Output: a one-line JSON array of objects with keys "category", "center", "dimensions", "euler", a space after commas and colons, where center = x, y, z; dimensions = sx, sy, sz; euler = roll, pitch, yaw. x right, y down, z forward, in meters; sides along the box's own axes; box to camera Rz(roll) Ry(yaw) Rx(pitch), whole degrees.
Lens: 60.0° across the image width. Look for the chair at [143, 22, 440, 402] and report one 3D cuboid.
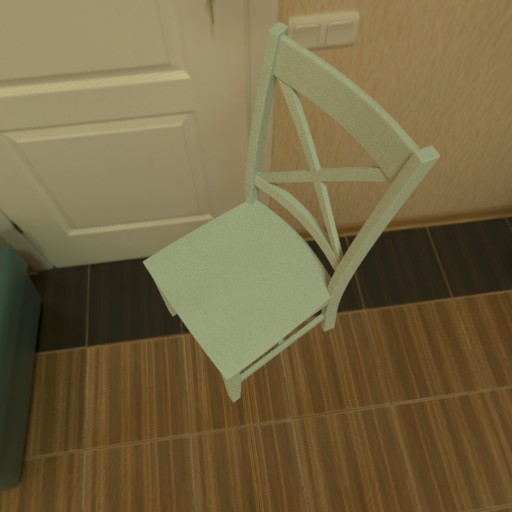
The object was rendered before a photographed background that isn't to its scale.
[{"category": "chair", "center": [0.000, 0.000, 1.280], "dimensions": [0.542, 0.983, 0.485], "euler": [-34, 68, -16]}]
